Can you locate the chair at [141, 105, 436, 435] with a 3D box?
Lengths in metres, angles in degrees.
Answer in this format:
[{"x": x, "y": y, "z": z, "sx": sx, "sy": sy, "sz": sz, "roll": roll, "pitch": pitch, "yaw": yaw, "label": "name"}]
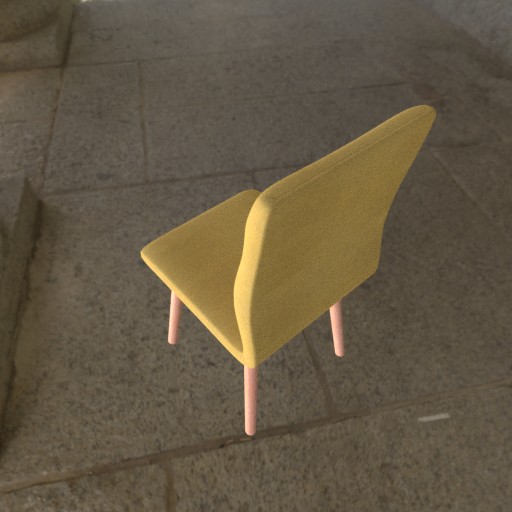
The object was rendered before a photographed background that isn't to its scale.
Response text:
[{"x": 0.000, "y": 0.000, "z": 1.231, "sx": 0.450, "sy": 0.965, "sz": 0.550, "roll": -33, "pitch": 56, "yaw": -26, "label": "chair"}]
